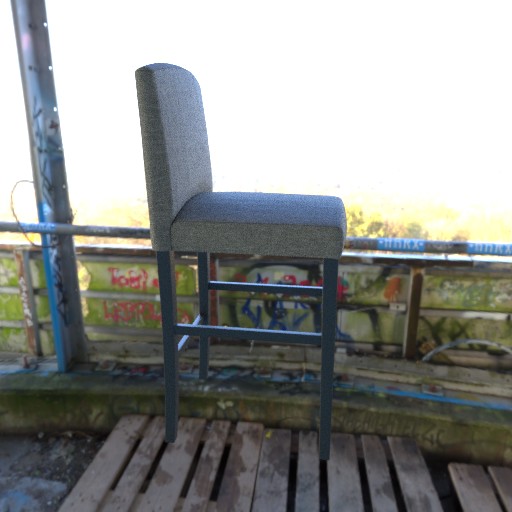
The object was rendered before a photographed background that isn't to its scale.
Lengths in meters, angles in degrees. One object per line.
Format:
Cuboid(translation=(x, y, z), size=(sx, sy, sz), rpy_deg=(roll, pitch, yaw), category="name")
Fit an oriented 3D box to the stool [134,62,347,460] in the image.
Cuboid(translation=(0.000, 0.000, 1.408), size=(0.552, 1.138, 0.451), rpy_deg=(2, 16, 9), category="stool")
